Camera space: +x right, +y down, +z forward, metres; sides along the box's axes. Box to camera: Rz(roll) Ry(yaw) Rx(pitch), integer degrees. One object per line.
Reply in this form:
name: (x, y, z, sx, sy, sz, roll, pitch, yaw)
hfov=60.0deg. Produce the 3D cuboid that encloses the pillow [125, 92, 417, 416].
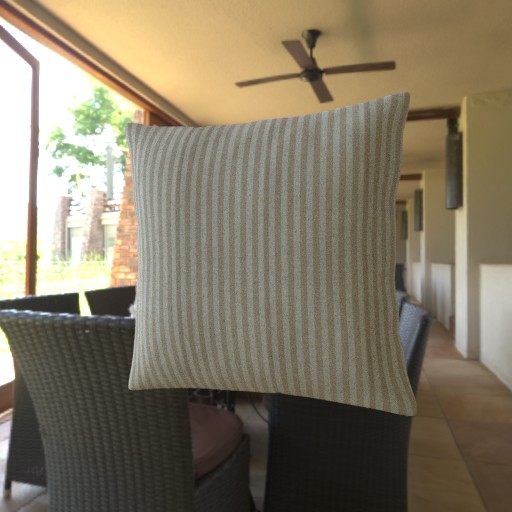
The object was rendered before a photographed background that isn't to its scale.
pillow: (0.000, 0.000, 0.770, 0.523, 0.510, 0.166, 0, -1, 18)
